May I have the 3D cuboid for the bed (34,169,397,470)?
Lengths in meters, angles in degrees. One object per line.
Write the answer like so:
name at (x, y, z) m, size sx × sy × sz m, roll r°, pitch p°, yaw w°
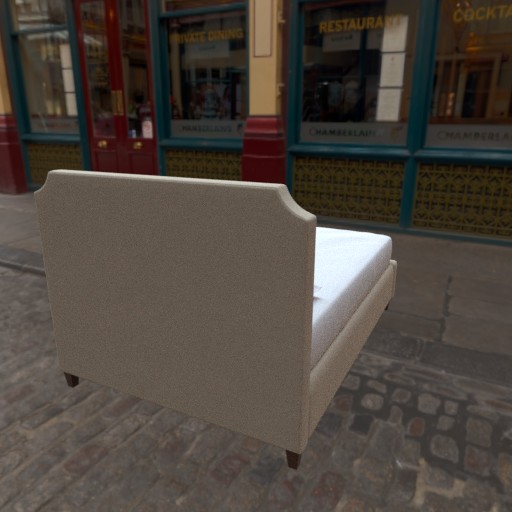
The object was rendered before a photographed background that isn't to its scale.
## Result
bed at (0.000, 0.000, 3.339) m, size 1.703 × 1.415 × 2.329 m, roll 8°, pitch 19°, yaw 26°
